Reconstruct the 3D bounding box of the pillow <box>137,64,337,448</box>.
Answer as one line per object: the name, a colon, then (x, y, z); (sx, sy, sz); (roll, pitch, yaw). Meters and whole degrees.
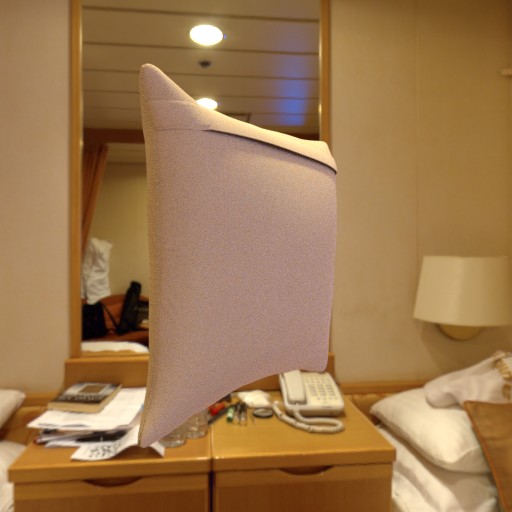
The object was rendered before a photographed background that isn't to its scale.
pillow: (0.000, 0.000, 0.627); (0.173, 0.406, 0.405); (0, 0, 37)
